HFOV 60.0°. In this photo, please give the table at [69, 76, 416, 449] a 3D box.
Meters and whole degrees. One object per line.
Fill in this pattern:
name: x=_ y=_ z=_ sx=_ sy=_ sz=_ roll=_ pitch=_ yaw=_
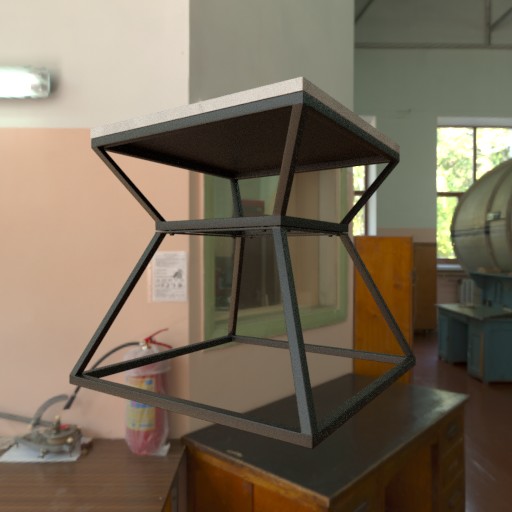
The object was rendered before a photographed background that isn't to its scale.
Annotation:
table: x=0.000 y=0.000 z=0.809 sx=0.455 sy=0.431 sz=0.455 roll=0 pitch=0 yaw=34
